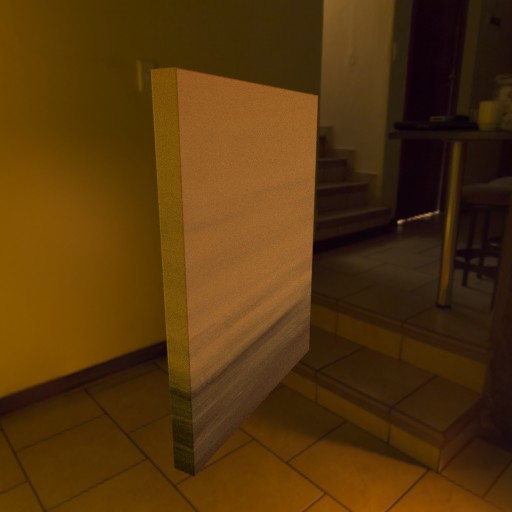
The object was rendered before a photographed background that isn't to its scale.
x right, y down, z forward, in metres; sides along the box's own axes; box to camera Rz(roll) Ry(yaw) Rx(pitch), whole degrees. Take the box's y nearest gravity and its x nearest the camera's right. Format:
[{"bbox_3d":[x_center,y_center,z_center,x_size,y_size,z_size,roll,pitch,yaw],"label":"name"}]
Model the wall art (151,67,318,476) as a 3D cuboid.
[{"bbox_3d":[0.000,0.000,0.844,0.040,0.608,0.489,8,18,27],"label":"wall art"}]
